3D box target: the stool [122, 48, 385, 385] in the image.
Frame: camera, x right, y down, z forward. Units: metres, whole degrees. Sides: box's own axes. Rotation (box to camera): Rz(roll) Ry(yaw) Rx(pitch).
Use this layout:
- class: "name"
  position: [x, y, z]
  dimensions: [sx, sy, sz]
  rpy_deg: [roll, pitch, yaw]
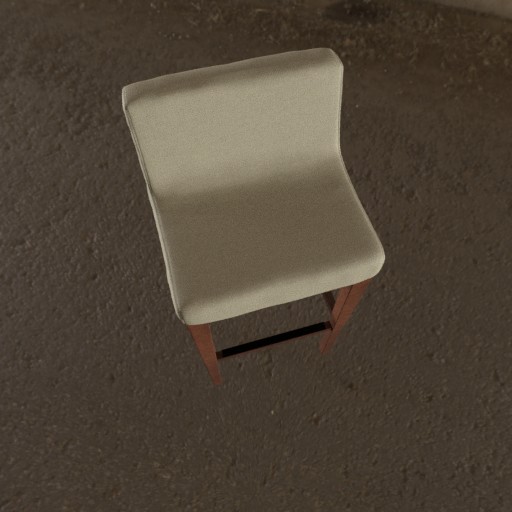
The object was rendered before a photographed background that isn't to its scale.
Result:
- class: "stool"
  position: [0.000, 0.000, 1.353]
  dimensions: [0.511, 1.037, 0.500]
  rpy_deg: [-14, 63, -8]
